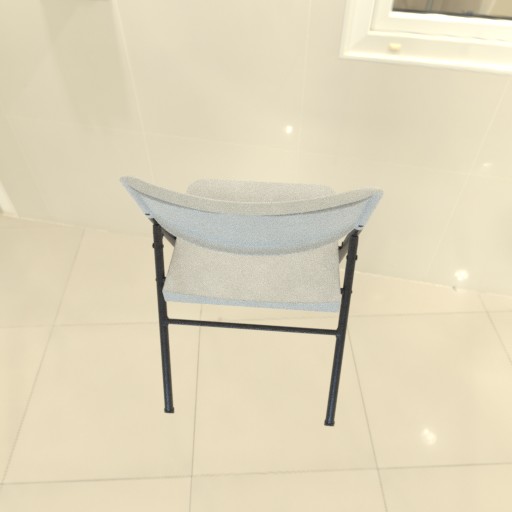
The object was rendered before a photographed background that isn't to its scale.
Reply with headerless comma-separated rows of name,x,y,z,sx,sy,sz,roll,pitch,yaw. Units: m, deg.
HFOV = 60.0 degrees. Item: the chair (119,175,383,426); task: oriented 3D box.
chair,0.000,0.000,1.161,0.494,0.810,0.566,3,47,3
